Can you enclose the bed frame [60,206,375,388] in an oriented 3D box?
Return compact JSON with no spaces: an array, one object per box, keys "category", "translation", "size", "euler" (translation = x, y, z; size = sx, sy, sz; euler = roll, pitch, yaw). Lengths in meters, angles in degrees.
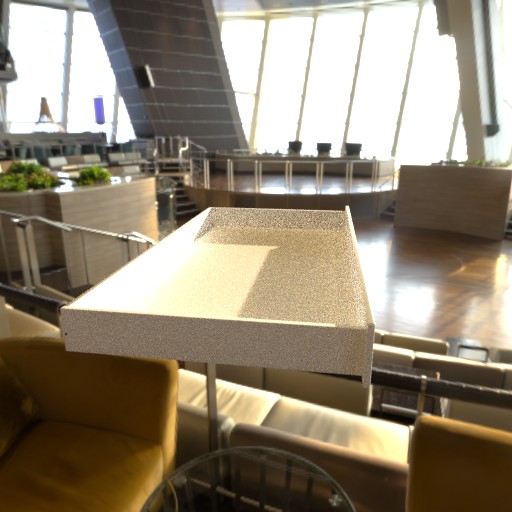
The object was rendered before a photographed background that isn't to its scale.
[{"category":"bed frame","translation":[0.000,0.000,1.531],"size":[0.670,0.141,1.300],"euler":[3,17,9]}]
